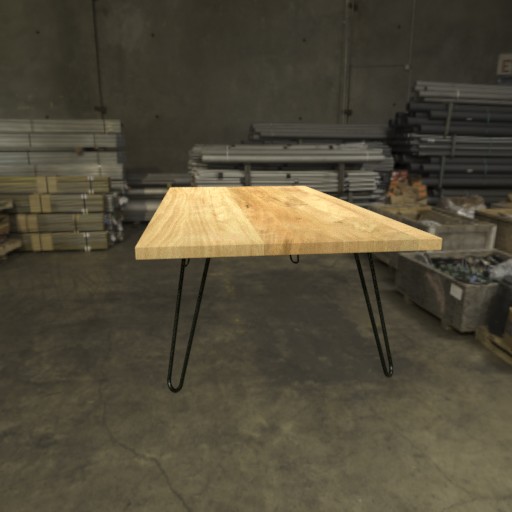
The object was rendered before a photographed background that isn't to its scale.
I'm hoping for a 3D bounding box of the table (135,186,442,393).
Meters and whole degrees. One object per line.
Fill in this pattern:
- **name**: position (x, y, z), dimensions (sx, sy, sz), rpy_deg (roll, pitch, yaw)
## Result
- **table**: position (0.000, 0.000, 1.684), dimensions (0.699, 0.400, 1.348), rpy_deg (-2, 14, -7)
